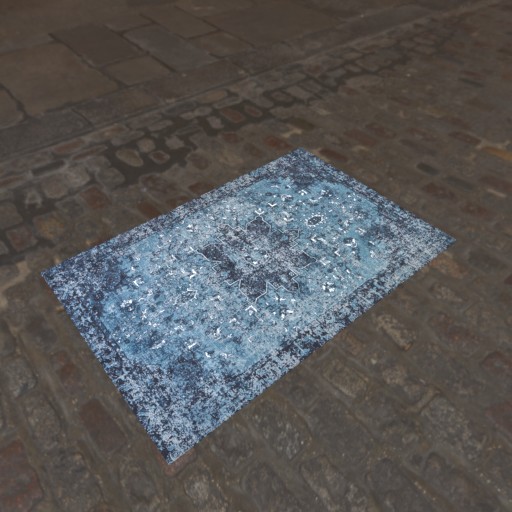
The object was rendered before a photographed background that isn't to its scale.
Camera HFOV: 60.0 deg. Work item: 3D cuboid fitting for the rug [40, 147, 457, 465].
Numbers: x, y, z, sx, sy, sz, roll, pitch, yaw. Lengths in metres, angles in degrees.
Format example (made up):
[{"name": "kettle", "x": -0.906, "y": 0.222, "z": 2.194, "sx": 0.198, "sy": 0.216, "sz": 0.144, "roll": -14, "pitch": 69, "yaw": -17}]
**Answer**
[{"name": "rug", "x": 0.000, "y": 0.000, "z": 2.323, "sx": 1.828, "sy": 0.005, "sz": 1.219, "roll": -31, "pitch": 53, "yaw": -27}]
